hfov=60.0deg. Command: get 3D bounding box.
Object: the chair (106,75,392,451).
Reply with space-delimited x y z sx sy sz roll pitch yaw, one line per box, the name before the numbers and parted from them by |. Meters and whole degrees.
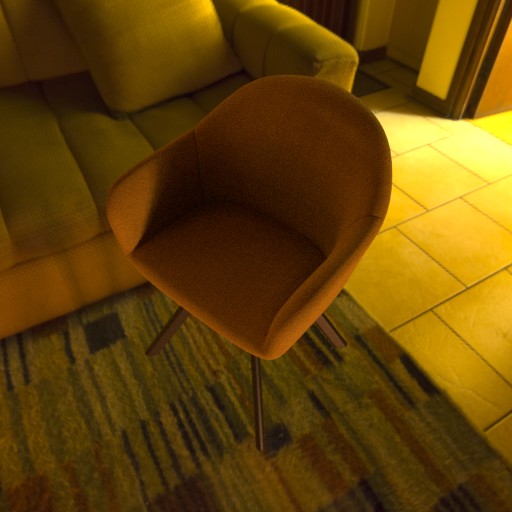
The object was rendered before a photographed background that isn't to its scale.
chair | 0.000 0.000 1.190 0.590 0.795 0.550 31 53 26
